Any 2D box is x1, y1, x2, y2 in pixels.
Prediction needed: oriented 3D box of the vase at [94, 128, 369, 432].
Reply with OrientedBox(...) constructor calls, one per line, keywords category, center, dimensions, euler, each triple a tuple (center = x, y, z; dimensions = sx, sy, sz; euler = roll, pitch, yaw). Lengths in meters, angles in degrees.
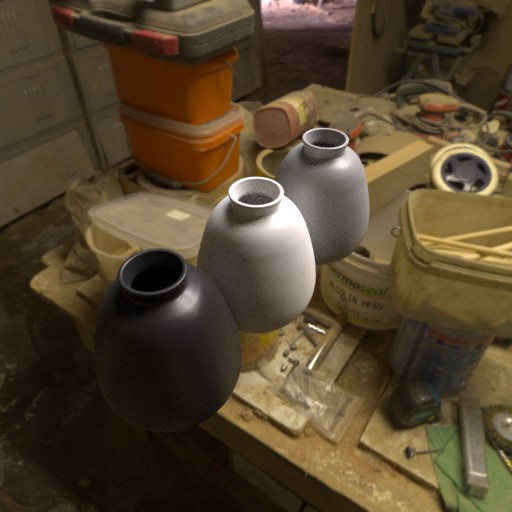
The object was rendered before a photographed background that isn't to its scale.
OrientedBox(category="vase", center=(0.000, 0.000, 0.352), dimensions=(0.097, 0.122, 0.297), euler=(25, 47, 26))
